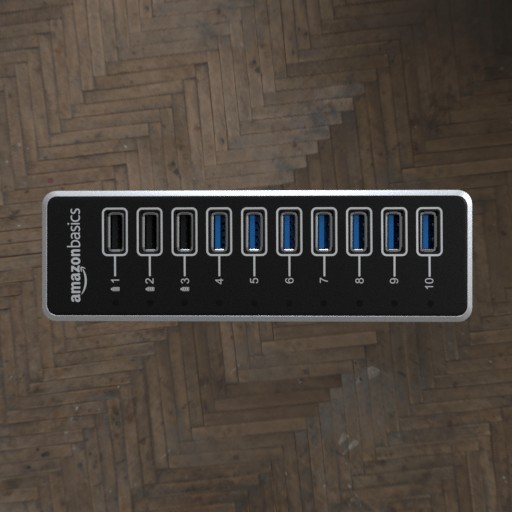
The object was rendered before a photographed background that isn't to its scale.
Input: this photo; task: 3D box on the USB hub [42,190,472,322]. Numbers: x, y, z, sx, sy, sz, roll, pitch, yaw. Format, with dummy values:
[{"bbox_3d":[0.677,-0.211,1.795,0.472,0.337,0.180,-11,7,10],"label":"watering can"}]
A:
[{"bbox_3d":[0.000,0.000,0.160,0.145,0.023,0.044,0,90,1],"label":"USB hub"}]
